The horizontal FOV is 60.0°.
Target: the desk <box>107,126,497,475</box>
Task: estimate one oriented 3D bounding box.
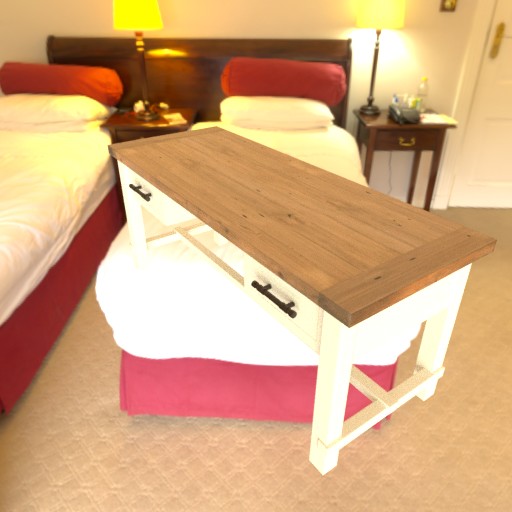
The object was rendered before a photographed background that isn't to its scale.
[{"bbox_3d":[0.000,0.000,2.132,0.688,0.762,1.803,-20,36,-30],"label":"desk"}]
